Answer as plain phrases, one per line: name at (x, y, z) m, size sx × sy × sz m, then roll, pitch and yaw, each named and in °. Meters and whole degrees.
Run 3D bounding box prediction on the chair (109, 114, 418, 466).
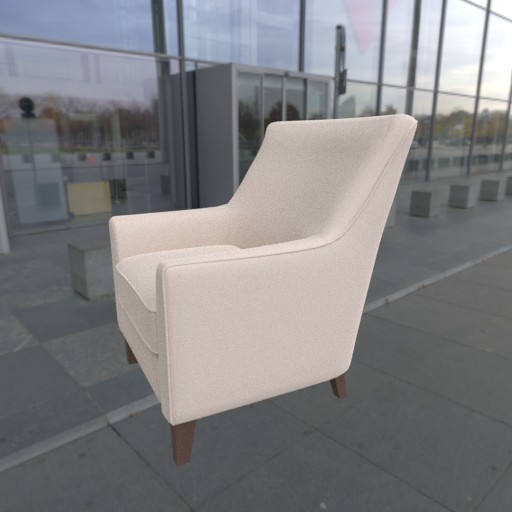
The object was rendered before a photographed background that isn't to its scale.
chair at (0.000, 0.000, 1.527) m, size 0.879 × 0.916 × 0.756 m, roll -7°, pitch 17°, yaw -26°
